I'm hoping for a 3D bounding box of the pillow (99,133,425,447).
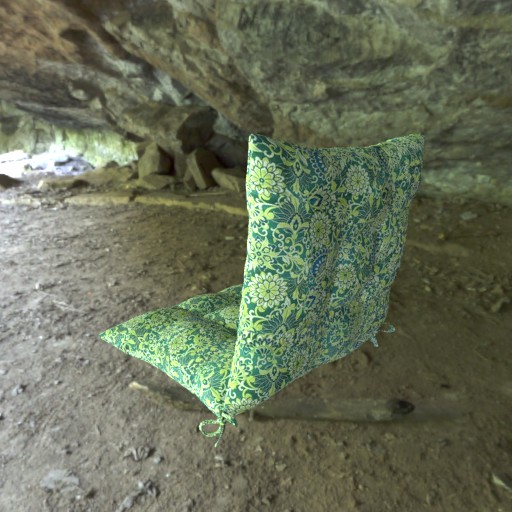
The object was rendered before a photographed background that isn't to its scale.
[{"bbox_3d":[0.000,0.000,0.990,0.541,0.536,0.585,-15,22,-42],"label":"pillow"}]
